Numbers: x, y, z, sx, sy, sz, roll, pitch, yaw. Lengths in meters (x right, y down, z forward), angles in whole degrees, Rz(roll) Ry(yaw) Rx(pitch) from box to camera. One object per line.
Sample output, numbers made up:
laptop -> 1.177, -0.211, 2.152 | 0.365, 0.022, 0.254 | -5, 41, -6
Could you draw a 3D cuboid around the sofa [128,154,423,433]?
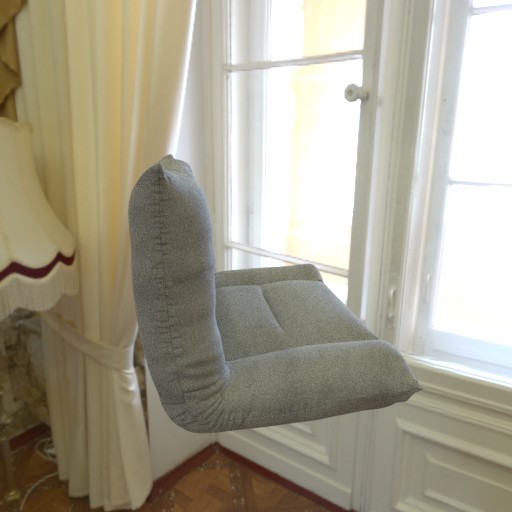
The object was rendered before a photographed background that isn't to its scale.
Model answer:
sofa -> 0.000, 0.000, 1.706 | 0.847, 0.795, 1.144 | -3, 16, -10
